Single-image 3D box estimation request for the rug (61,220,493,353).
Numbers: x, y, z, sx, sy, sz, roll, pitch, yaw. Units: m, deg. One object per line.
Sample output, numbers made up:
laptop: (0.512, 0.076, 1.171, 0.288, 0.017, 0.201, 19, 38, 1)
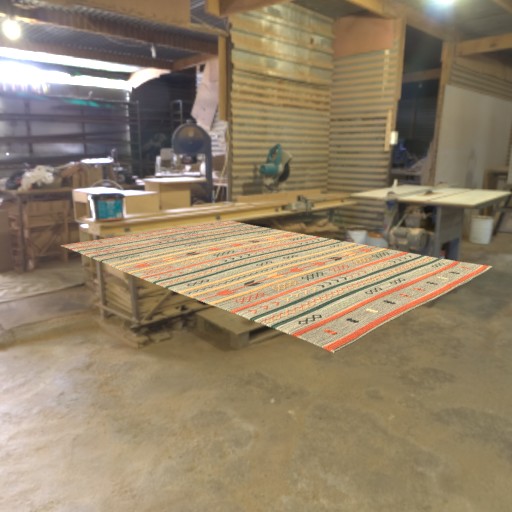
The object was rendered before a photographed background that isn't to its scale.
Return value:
rug: (0.000, 0.000, 2.232, 1.220, 0.017, 1.835, -13, 19, -43)
